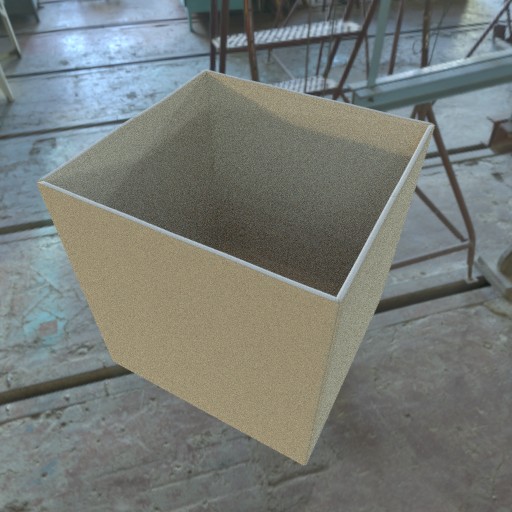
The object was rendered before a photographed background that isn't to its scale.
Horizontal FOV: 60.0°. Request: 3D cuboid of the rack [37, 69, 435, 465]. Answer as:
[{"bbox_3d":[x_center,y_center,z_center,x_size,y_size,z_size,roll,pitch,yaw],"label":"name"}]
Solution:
[{"bbox_3d":[0.000,0.000,0.497,0.270,0.280,0.270,21,49,20],"label":"rack"}]
